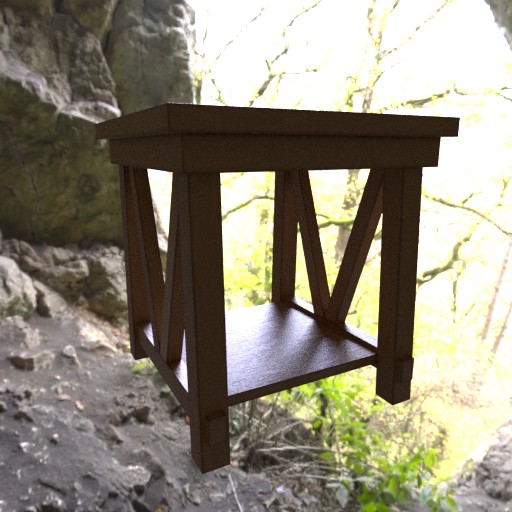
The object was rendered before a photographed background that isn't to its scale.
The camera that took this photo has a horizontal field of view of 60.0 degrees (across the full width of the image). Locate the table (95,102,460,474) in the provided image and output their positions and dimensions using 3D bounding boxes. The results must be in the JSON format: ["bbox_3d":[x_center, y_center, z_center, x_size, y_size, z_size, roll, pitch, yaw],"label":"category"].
[{"bbox_3d":[0.000,0.000,1.092,0.610,0.638,0.612,-7,15,-27],"label":"table"}]
